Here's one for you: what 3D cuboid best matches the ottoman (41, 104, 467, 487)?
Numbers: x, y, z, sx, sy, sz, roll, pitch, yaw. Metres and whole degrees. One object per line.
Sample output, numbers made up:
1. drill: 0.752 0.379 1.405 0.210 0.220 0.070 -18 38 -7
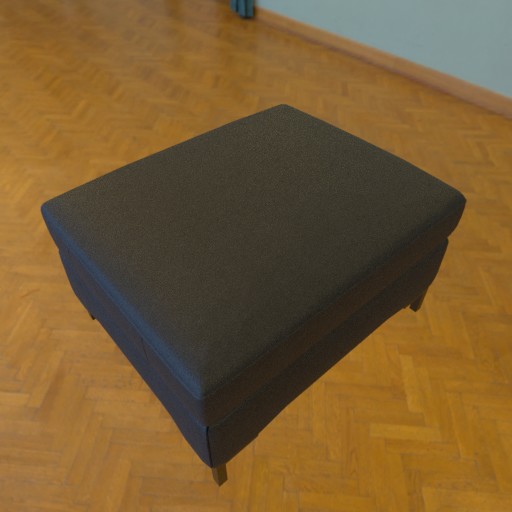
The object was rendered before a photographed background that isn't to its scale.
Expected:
1. ottoman: 0.000 0.000 1.724 1.187 0.696 0.967 -31 52 -28
